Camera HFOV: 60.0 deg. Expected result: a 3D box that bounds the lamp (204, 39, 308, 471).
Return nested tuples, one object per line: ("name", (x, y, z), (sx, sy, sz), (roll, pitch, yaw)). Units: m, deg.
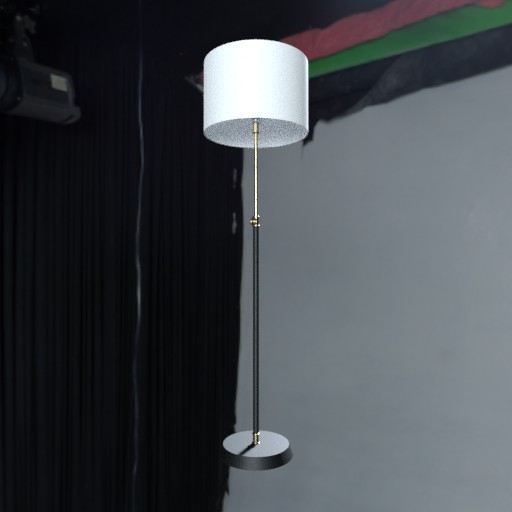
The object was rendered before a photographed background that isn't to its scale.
("lamp", (0.000, 0.000, 1.716), (0.404, 1.517, 0.404), (-1, -1, 37))
